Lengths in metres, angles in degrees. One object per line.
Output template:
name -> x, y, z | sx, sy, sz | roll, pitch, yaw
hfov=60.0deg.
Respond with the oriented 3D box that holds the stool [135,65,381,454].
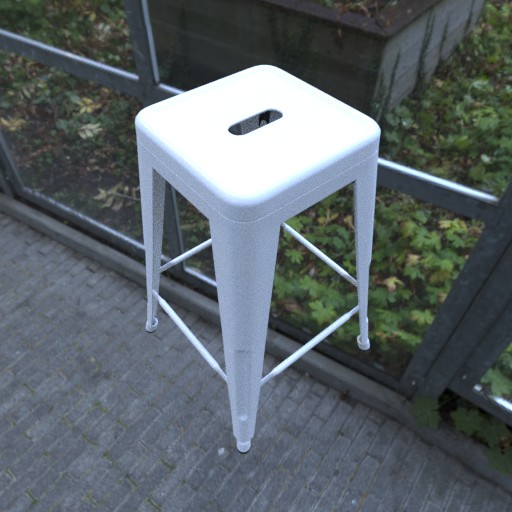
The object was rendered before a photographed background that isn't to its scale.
stool -> 0.000, 0.000, 0.882 | 0.406, 0.610, 0.406 | -31, 55, -25
